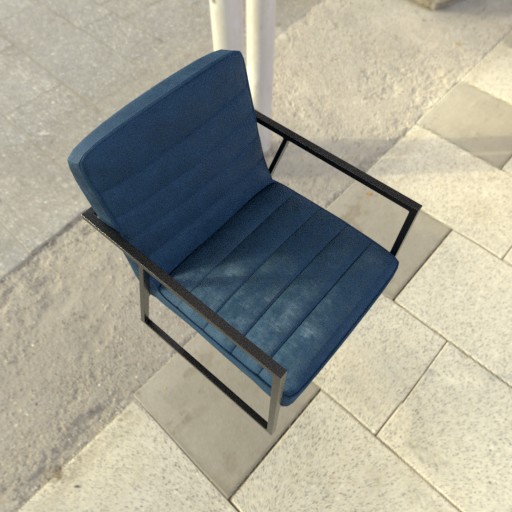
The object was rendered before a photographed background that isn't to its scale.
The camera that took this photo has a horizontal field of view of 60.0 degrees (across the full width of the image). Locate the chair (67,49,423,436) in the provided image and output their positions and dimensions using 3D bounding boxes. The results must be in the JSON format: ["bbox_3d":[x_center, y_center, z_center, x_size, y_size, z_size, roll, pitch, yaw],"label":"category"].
[{"bbox_3d":[0.000,0.000,1.270,0.677,0.833,0.571,36,65,20],"label":"chair"}]
